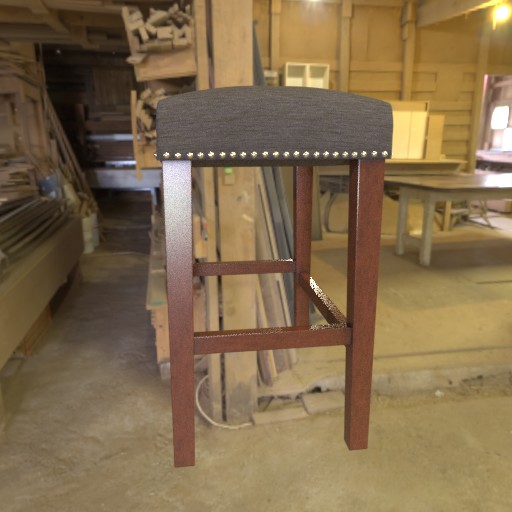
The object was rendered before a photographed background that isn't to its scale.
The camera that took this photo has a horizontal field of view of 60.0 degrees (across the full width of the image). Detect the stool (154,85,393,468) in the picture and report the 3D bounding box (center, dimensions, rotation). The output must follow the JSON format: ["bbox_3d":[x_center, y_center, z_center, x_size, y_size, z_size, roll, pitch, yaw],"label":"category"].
[{"bbox_3d":[0.000,0.000,0.967,0.372,0.654,0.504,-2,15,-8],"label":"stool"}]
